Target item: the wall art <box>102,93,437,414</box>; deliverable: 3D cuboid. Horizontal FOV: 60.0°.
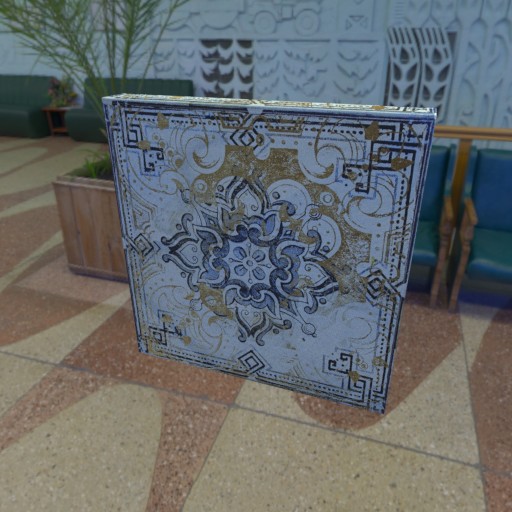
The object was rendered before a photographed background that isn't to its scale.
[{"bbox_3d":[0.000,0.000,0.462,0.302,0.306,0.038,9,28,18],"label":"wall art"}]
